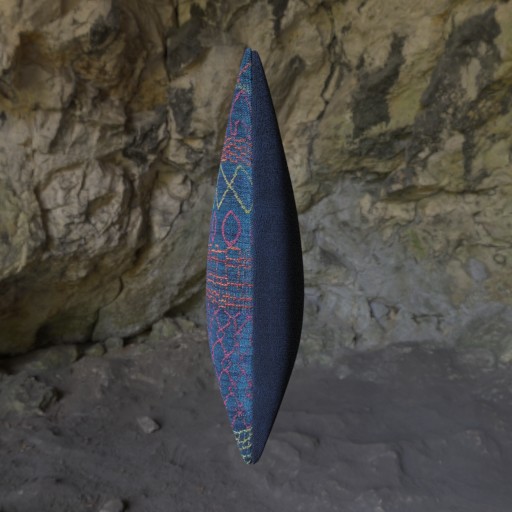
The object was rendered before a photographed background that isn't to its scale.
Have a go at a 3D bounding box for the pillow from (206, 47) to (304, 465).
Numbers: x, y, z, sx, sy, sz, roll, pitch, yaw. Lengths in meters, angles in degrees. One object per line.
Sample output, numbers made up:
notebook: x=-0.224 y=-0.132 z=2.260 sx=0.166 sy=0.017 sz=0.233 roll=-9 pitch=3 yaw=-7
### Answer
pillow: x=0.000 y=0.000 z=0.657 sx=0.141 sy=0.431 sz=0.431 roll=0 pitch=-1 yaw=1
